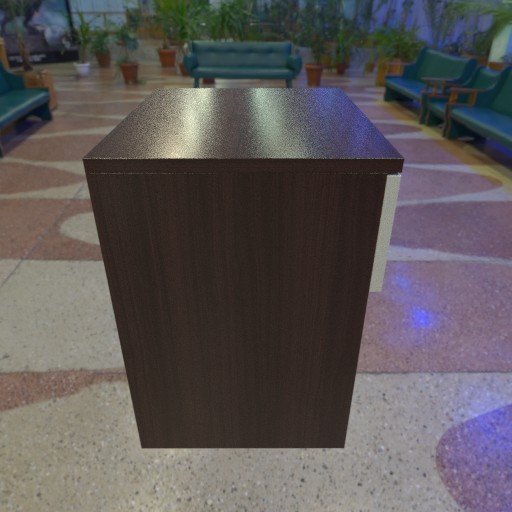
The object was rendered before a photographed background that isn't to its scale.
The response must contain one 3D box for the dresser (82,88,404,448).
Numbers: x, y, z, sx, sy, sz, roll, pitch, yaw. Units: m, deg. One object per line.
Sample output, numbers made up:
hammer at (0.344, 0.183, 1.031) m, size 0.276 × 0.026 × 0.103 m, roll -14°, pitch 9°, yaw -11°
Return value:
dresser at (0.000, 0.000, 0.750) m, size 0.360 × 0.470 × 0.400 m, roll 0°, pitch 31°, yaw 0°
